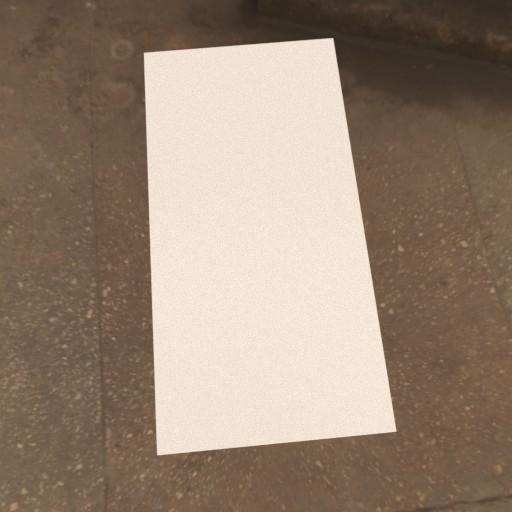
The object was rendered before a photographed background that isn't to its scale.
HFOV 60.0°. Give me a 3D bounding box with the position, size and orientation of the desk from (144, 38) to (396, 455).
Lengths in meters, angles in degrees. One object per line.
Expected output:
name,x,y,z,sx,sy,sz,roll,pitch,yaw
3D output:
desk,0.000,0.000,1.525,0.560,0.735,1.097,-5,75,-1
